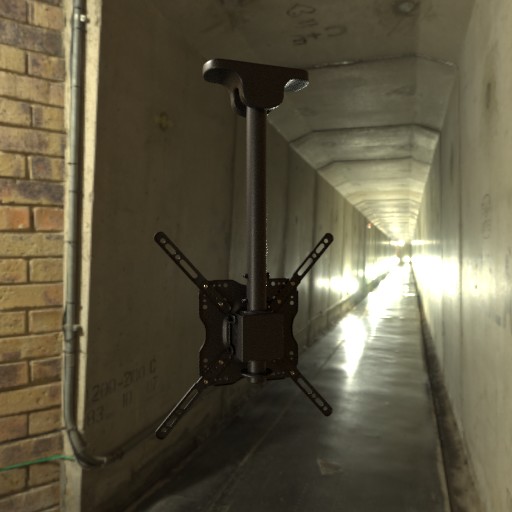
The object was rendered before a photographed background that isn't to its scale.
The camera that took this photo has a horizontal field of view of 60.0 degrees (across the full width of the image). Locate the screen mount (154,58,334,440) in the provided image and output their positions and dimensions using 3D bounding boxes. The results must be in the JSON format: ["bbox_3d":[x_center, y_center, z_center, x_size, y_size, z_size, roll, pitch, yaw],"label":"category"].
[{"bbox_3d":[0.000,0.000,0.889,0.393,0.729,0.090,-1,2,-19],"label":"screen mount"}]
